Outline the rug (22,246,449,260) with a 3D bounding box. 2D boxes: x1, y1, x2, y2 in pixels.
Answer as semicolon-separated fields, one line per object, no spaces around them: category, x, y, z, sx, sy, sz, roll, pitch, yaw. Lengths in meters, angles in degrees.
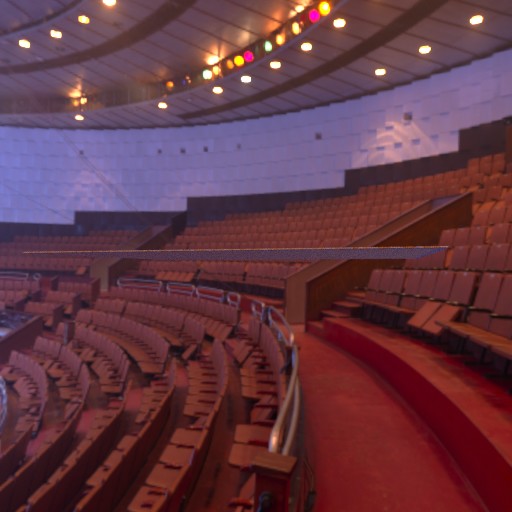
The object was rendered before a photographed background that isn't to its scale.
rug;0.000;0.000;4.152;3.037;0.011;2.433;-1;-2;16
